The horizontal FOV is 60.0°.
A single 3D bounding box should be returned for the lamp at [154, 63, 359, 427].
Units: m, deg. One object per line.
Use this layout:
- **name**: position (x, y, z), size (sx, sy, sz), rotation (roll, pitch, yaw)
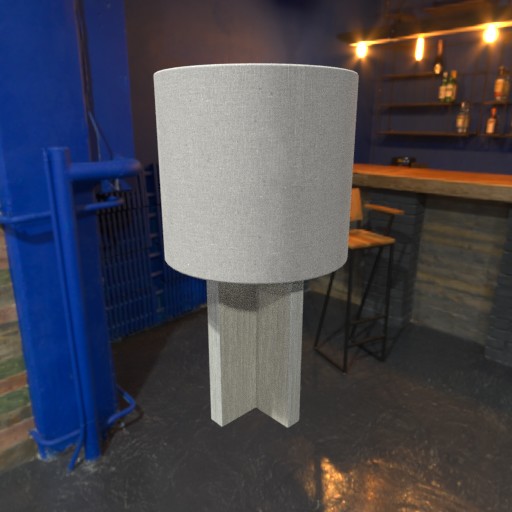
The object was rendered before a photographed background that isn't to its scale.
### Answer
- **lamp**: position (0.000, 0.000, 0.567), size (0.229, 0.428, 0.229), rotation (-15, 23, -41)
